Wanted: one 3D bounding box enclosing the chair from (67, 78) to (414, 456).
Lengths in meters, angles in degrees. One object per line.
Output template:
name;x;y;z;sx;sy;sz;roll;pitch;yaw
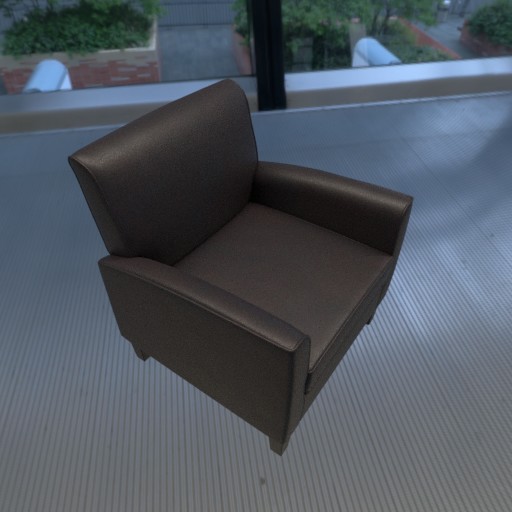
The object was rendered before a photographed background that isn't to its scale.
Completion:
chair;0.000;0.000;1.601;0.819;0.916;0.820;25;48;26
